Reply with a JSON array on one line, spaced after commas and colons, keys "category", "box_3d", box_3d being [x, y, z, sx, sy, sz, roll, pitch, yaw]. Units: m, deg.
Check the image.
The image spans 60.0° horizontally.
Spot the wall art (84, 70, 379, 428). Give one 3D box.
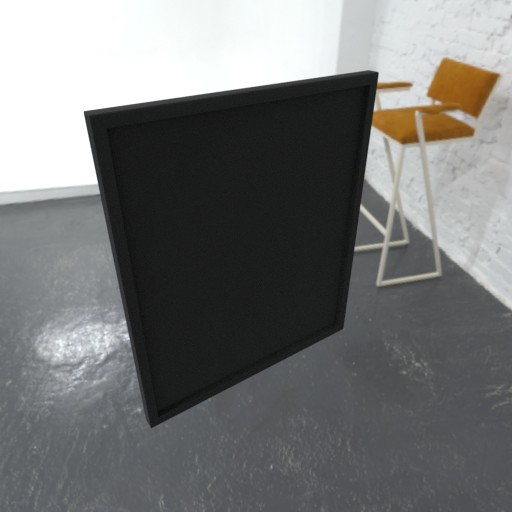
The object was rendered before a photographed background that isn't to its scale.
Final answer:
[{"category": "wall art", "box_3d": [0.000, 0.000, 0.703, 0.432, 0.508, 0.021, -20, 37, -28]}]
